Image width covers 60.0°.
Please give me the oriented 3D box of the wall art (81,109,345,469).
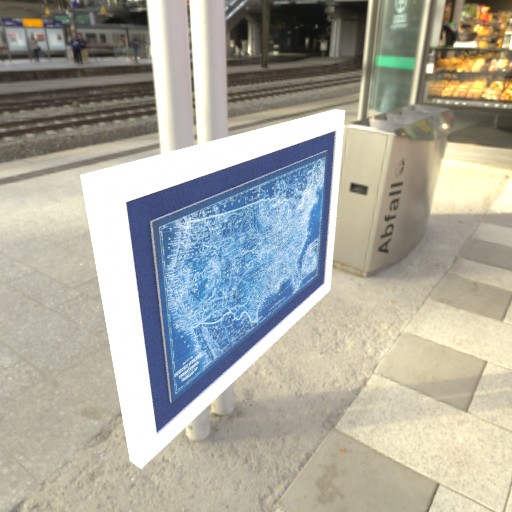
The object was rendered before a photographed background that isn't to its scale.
[{"bbox_3d":[0.000,0.000,1.651,0.051,0.902,1.308,16,30,31],"label":"wall art"}]
